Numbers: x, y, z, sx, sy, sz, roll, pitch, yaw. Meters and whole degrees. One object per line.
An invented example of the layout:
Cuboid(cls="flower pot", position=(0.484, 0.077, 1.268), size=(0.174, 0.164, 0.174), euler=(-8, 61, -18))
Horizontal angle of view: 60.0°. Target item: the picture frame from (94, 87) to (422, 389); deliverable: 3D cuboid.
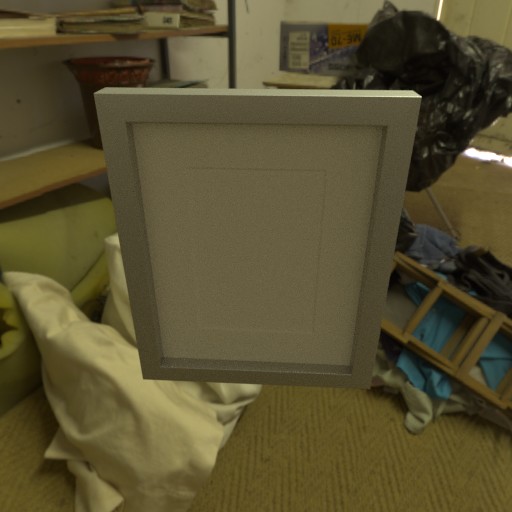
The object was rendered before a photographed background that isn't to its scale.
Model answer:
Cuboid(cls="picture frame", position=(0.000, 0.000, 0.398), size=(0.233, 0.282, 0.036), euler=(2, 30, 3))
